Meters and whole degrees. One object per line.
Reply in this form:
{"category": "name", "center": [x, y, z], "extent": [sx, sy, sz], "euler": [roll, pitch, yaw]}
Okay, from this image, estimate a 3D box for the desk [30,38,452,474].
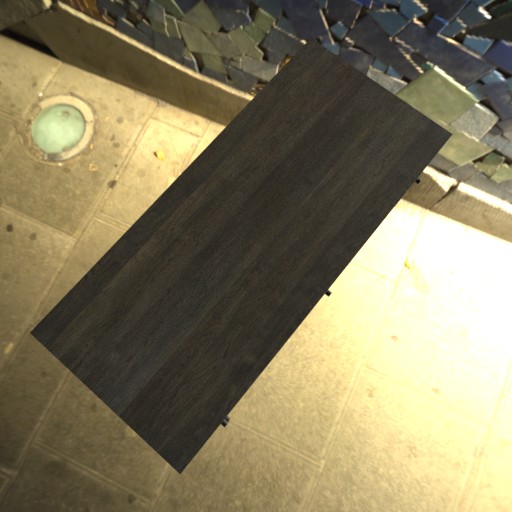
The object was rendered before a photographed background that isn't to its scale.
{"category": "desk", "center": [0.000, 0.000, 2.026], "extent": [0.730, 0.780, 1.600], "euler": [39, 78, 9]}
